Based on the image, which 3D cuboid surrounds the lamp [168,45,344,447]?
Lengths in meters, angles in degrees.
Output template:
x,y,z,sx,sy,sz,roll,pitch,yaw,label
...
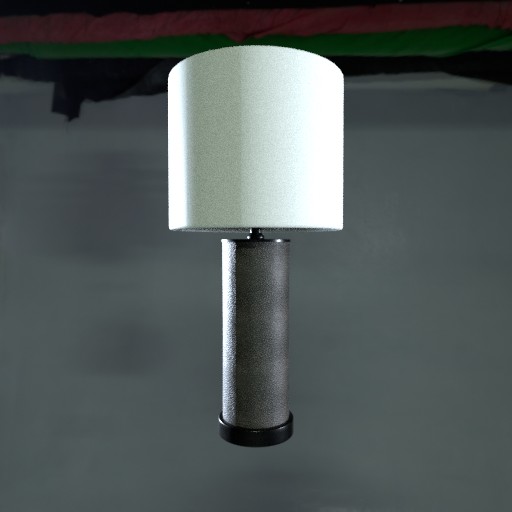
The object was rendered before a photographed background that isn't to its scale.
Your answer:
x,y,z,sx,sy,sz,roll,pitch,yaw,label
0.000,0.000,0.795,0.305,0.634,0.305,0,2,-1,lamp
